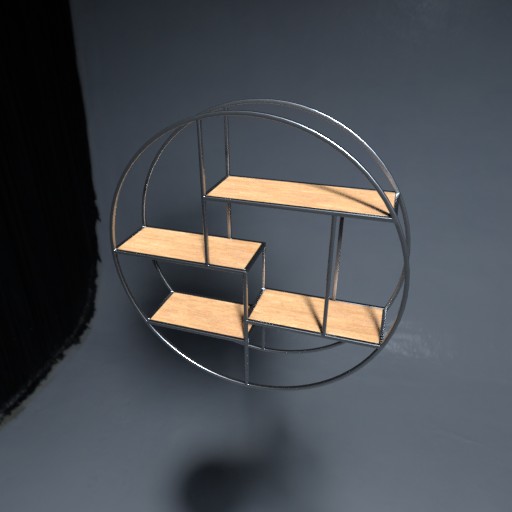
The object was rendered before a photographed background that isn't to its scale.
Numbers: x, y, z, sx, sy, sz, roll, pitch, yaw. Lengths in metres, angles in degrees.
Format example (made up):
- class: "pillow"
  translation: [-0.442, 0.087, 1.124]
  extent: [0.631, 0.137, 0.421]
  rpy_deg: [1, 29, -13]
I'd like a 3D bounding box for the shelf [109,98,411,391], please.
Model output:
- class: "shelf"
  translation: [0.000, 0.000, 1.352]
  extent: [0.888, 0.888, 0.202]
  rpy_deg: [9, 29, 16]
